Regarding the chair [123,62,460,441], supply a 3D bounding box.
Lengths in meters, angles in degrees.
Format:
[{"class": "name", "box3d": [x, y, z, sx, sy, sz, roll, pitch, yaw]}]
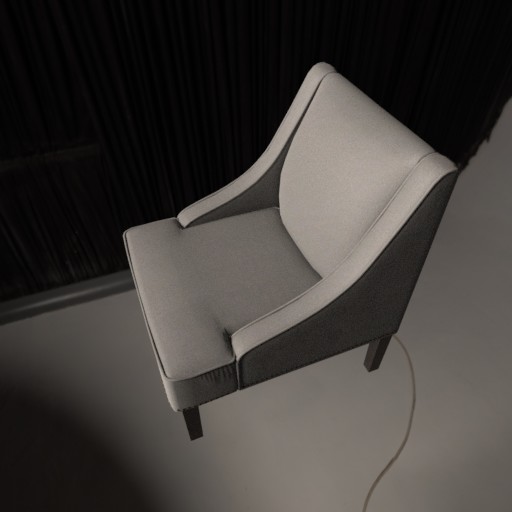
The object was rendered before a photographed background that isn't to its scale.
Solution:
[{"class": "chair", "box3d": [0.000, 0.000, 1.380, 0.747, 0.867, 0.631, -16, 48, -15]}]
